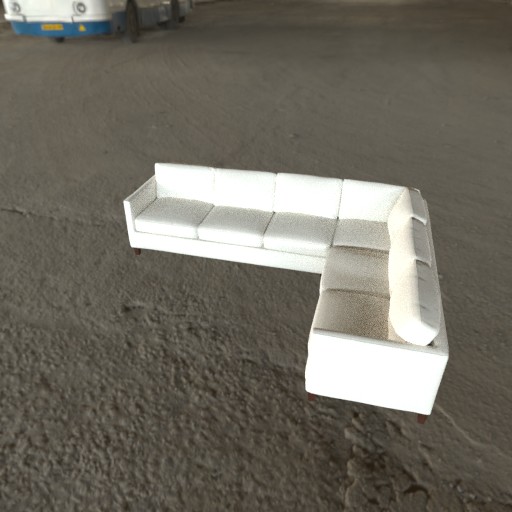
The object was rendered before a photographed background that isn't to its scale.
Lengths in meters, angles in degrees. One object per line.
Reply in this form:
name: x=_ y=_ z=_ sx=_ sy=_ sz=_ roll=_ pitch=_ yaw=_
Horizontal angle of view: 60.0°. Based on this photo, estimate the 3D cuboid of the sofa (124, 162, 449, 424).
sofa: x=0.000 y=0.000 z=4.408 sx=3.302 sy=0.947 sz=2.593 roll=8 pitch=33 yaw=12
